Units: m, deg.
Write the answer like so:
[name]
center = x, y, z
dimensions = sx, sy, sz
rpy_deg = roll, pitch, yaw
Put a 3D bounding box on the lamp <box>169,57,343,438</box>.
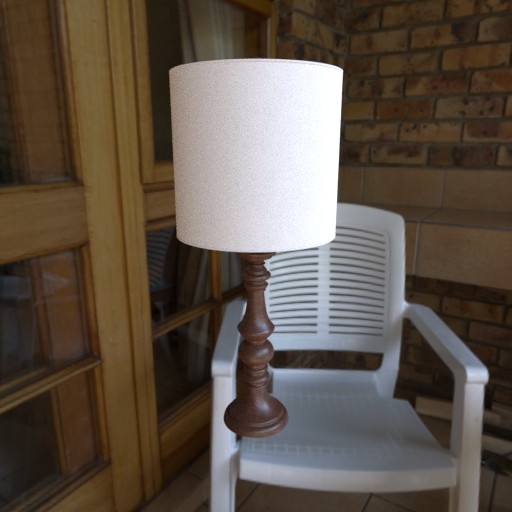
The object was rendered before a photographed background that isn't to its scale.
[lamp]
center = 0.000, 0.000, 0.719
dimensions = 0.250, 0.597, 0.250
rpy_deg = 7, 16, 26
